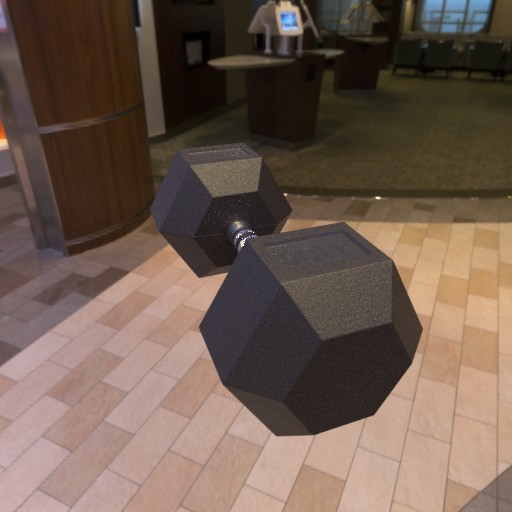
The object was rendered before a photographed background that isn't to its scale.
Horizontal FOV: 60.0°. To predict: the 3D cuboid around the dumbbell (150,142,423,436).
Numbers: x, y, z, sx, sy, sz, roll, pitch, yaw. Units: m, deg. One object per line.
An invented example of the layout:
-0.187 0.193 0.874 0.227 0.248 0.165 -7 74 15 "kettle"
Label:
0.000 0.000 0.470 0.173 0.150 0.384 -11 31 -18 "dumbbell"
